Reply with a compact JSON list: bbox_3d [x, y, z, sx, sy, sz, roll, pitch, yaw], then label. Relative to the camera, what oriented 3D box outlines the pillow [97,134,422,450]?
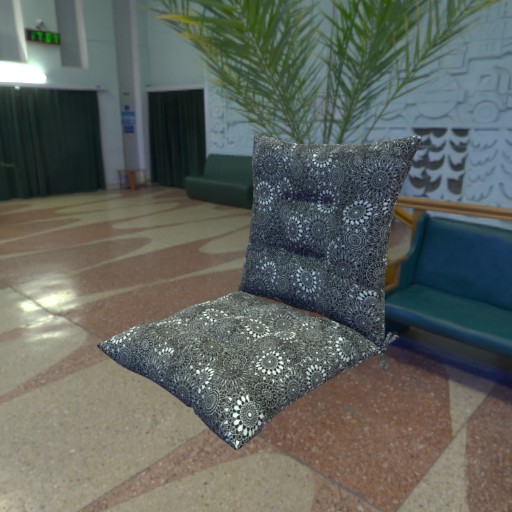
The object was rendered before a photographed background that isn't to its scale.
[{"bbox_3d":[0.000,0.000,1.020,0.585,0.536,0.541,-16,22,-42],"label":"pillow"}]
